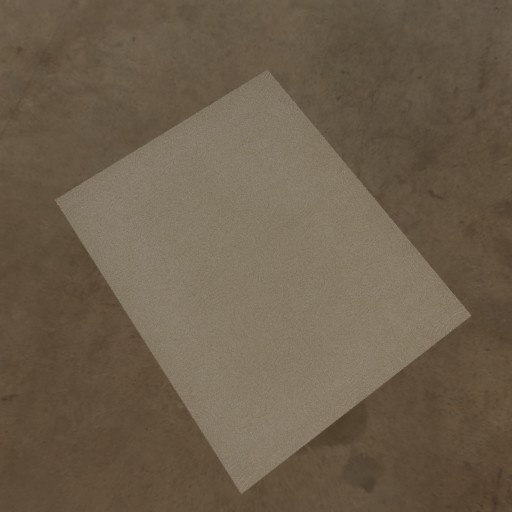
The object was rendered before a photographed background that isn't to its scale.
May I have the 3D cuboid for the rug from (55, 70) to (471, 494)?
[{"bbox_3d":[0.000,0.000,3.389,2.073,0.011,2.584,-34,78,-8],"label":"rug"}]
